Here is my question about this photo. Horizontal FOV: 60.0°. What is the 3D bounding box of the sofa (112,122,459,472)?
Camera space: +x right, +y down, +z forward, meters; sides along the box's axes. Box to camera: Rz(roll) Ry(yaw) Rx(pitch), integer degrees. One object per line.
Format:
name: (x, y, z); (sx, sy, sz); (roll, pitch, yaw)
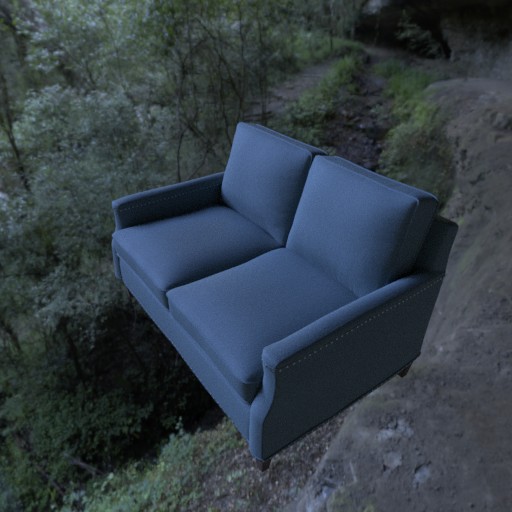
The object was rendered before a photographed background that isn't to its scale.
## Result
sofa: (0.000, 0.000, 2.326); (1.084, 1.003, 1.597); (-21, 38, -29)
